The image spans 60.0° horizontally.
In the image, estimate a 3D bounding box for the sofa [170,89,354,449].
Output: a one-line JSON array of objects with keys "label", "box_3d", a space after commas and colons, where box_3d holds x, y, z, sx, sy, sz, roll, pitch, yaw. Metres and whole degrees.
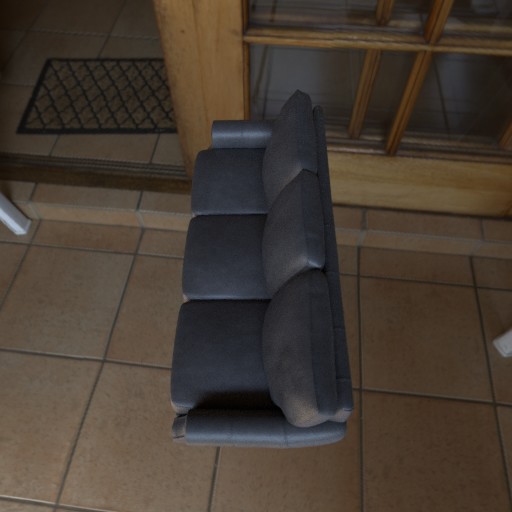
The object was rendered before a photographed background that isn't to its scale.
[{"label": "sofa", "box_3d": [0.000, 0.000, 2.938, 0.974, 0.977, 2.387, 0, 58, 0]}]
